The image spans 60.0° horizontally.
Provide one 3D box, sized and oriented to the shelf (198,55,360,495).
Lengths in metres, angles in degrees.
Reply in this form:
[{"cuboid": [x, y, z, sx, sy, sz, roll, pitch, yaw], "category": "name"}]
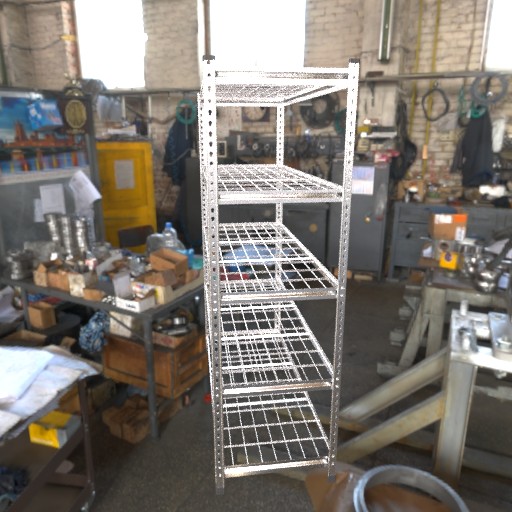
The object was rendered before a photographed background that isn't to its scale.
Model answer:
[{"cuboid": [0.000, 0.000, 2.665, 0.610, 1.981, 1.524, -2, 16, -8], "category": "shelf"}]
